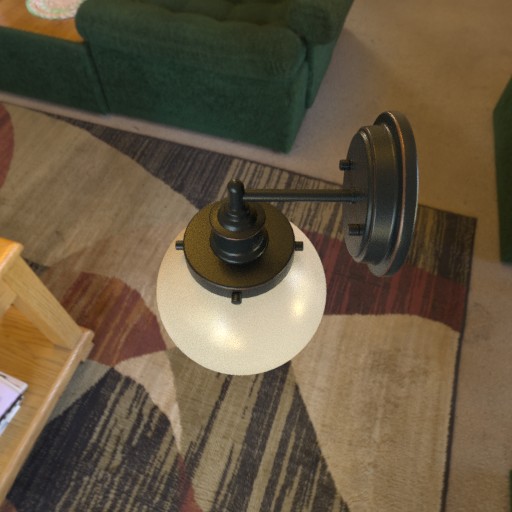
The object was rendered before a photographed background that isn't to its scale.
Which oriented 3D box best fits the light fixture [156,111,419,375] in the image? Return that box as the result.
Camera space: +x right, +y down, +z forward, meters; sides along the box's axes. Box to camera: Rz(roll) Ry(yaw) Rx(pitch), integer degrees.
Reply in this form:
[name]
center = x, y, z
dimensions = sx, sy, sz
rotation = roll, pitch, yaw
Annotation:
[light fixture]
center = 0.000, 0.000, 0.462
dimensions = 0.230, 0.332, 0.197
rotation = 0, 57, 0
